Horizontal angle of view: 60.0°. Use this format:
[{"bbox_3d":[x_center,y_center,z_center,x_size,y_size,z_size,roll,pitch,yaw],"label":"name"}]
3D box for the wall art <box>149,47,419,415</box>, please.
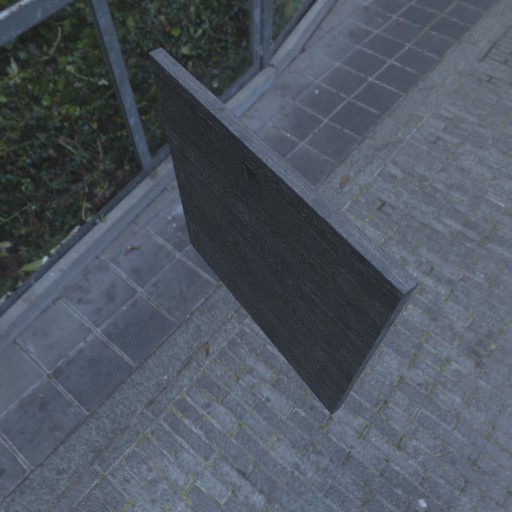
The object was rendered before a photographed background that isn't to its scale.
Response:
[{"bbox_3d":[0.000,0.000,0.695,0.027,0.459,0.462,-33,63,-19],"label":"wall art"}]
